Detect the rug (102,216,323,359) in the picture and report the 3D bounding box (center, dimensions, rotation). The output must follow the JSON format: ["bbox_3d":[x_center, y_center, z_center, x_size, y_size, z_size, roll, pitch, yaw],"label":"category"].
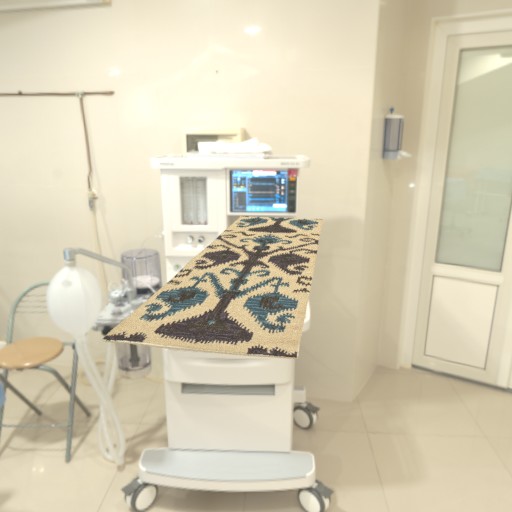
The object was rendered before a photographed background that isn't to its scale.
[{"bbox_3d":[0.000,0.000,2.573,0.692,0.017,2.301,3,16,10],"label":"rug"}]
